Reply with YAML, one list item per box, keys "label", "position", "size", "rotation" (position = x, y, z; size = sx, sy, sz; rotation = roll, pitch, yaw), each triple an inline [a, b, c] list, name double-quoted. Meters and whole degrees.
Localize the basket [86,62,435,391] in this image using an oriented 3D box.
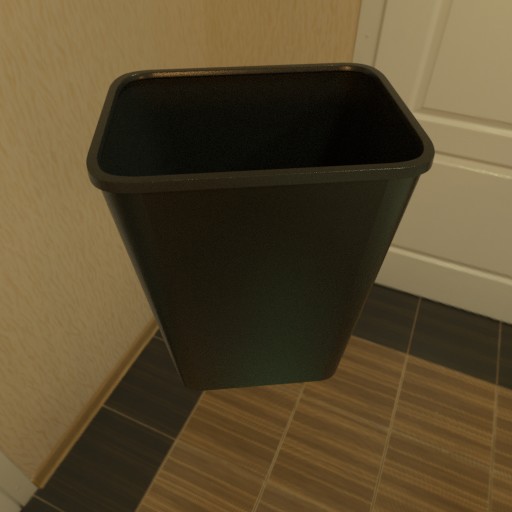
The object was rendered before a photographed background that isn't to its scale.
- label: "basket"
  position: [0.000, 0.000, 0.747]
  size: [0.394, 0.521, 0.287]
  rotation: [-4, 45, -4]
